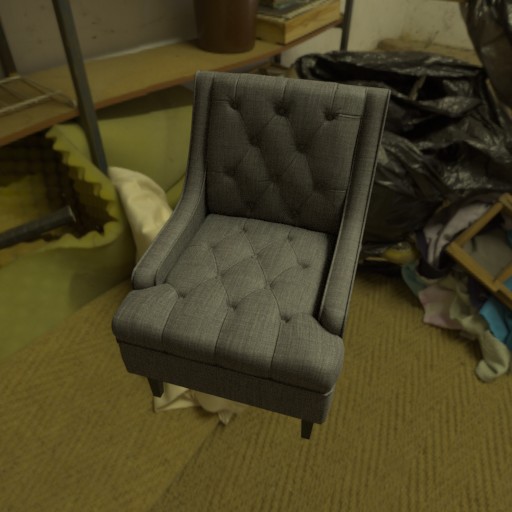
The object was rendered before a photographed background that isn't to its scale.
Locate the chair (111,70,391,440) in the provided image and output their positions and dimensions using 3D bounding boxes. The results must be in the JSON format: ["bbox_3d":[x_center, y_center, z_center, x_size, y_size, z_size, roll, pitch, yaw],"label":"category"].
[{"bbox_3d":[0.000,0.000,1.416,0.655,0.891,0.771,11,41,13],"label":"chair"}]
